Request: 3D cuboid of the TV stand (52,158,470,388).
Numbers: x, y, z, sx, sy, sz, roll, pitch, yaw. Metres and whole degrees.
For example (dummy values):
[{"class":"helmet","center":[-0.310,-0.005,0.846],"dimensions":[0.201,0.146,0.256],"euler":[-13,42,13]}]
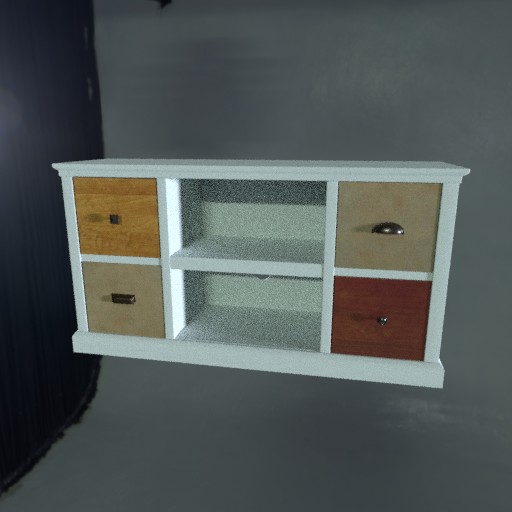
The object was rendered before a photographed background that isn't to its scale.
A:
[{"class":"TV stand","center":[0.000,0.000,1.504],"dimensions":[1.187,0.624,0.424],"euler":[3,15,11]}]
